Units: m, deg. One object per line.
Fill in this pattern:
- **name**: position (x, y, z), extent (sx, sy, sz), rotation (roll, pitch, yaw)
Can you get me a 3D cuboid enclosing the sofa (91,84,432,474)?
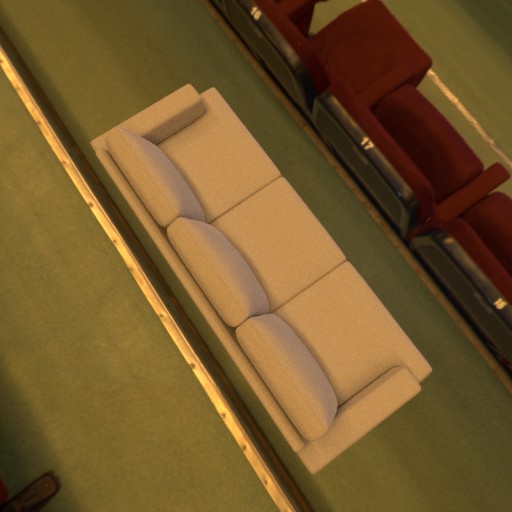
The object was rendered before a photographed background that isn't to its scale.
- **sofa**: position (0.000, 0.000, 2.712), extent (0.920, 0.810, 2.310), rotation (-34, 78, -8)
